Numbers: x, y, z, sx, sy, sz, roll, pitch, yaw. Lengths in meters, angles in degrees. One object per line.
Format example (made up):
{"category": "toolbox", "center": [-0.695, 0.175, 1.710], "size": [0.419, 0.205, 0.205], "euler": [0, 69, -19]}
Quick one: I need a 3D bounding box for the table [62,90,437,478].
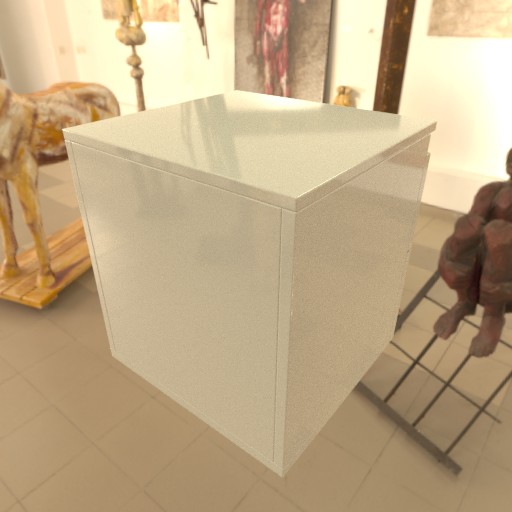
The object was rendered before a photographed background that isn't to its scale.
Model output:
{"category": "table", "center": [0.000, 0.000, 0.802], "size": [0.420, 0.470, 0.400], "euler": [22, 37, 32]}
